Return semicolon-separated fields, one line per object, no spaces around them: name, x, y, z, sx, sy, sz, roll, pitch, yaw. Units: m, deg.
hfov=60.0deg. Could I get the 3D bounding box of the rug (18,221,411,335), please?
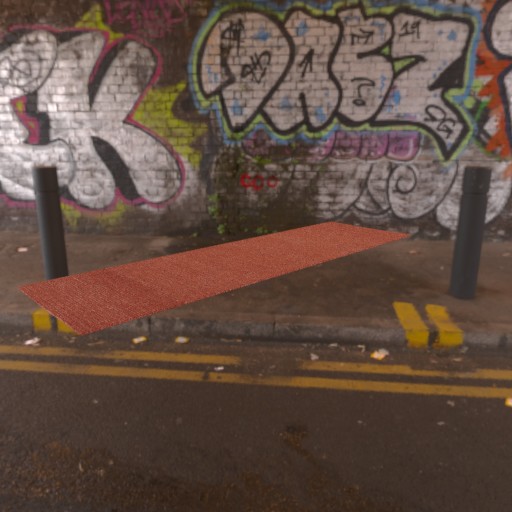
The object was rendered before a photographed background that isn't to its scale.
rug;0.000;0.000;2.516;2.307;0.012;0.687;-14;20;-42
